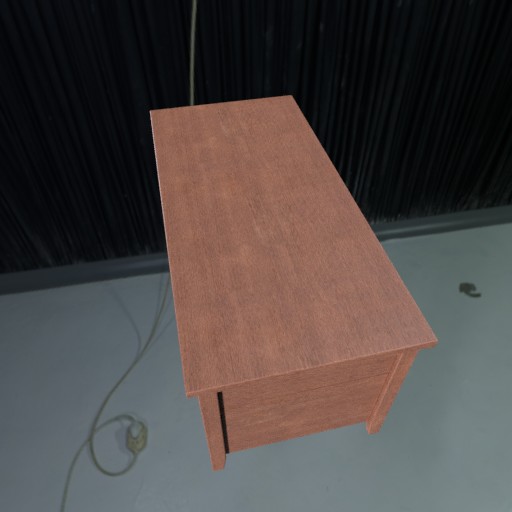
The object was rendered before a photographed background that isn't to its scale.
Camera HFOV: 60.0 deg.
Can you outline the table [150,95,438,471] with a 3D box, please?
[{"bbox_3d":[0.000,0.000,1.314,0.483,0.457,1.016,-9,47,-9],"label":"table"}]
